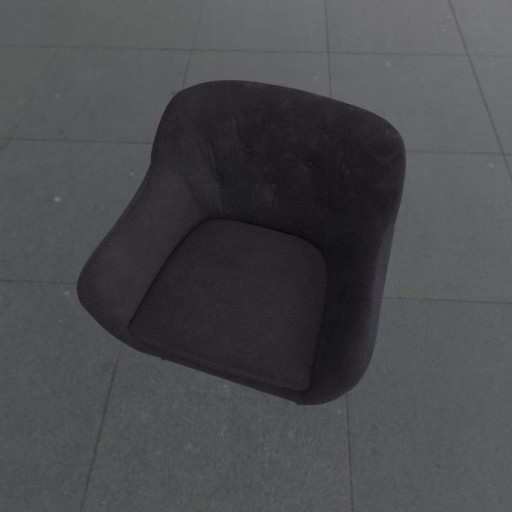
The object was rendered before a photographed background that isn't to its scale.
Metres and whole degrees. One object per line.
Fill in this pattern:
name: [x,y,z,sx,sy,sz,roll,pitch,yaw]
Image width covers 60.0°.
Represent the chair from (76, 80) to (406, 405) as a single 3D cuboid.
chair: [0.000,0.000,1.521,0.840,0.807,0.819,15,58,10]
